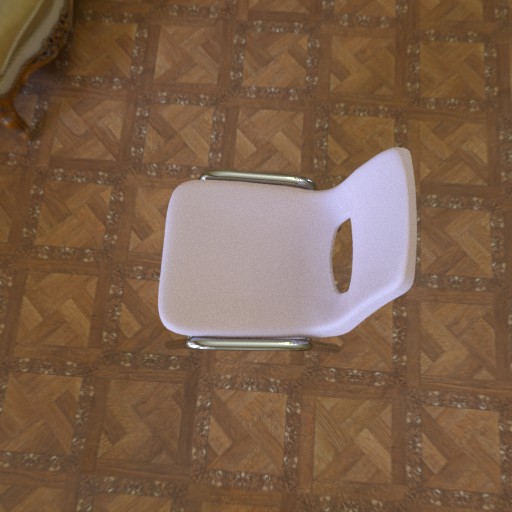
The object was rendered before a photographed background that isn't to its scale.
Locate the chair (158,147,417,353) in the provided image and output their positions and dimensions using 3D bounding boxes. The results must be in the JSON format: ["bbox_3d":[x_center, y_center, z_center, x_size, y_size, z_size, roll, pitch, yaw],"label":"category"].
[{"bbox_3d":[0.000,0.000,0.834,0.423,0.586,0.354,3,77,1],"label":"chair"}]
